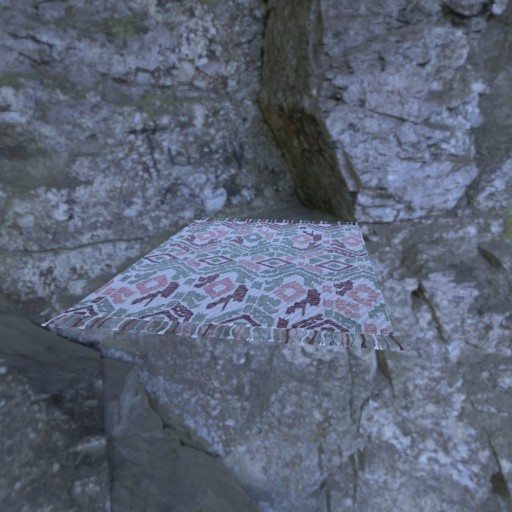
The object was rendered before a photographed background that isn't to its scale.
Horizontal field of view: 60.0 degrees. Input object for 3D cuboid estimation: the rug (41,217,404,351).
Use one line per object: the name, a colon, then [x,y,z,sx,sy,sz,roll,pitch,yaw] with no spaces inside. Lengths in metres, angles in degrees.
rug: [0.000,0.000,2.959,1.524,0.011,2.438,2,16,8]
